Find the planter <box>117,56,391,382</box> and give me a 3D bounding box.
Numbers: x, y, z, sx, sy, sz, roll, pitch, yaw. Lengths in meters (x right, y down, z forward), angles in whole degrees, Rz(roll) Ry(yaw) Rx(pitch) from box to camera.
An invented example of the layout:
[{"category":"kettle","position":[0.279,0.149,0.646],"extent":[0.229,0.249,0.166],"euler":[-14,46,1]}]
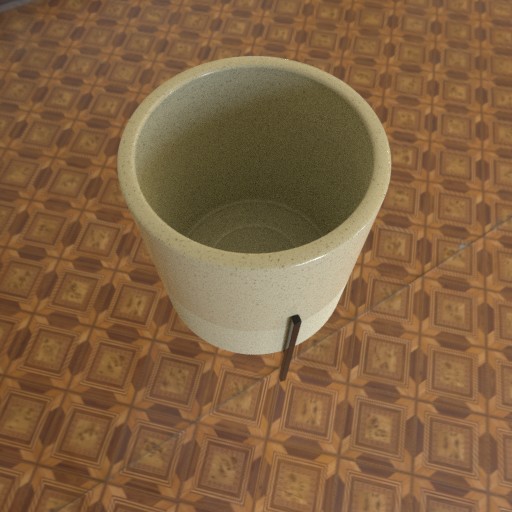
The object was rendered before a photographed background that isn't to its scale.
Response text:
[{"category":"planter","position":[0.000,0.000,0.551],"extent":[0.234,0.390,0.243],"euler":[-17,64,-9]}]
